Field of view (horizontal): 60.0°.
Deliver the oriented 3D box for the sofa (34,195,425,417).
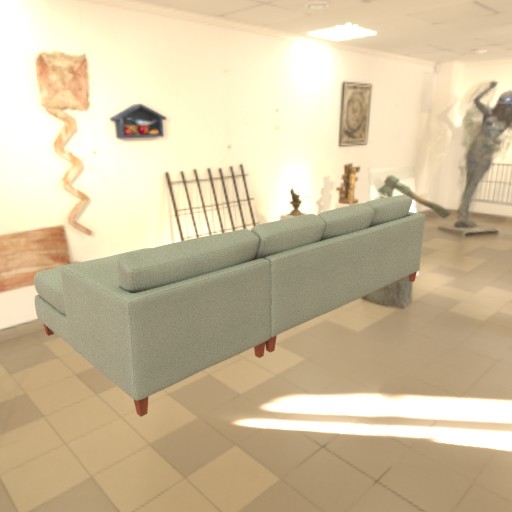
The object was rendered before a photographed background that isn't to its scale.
[{"bbox_3d":[0.000,0.000,4.085,3.471,0.950,1.604,-16,23,-42],"label":"sofa"}]
